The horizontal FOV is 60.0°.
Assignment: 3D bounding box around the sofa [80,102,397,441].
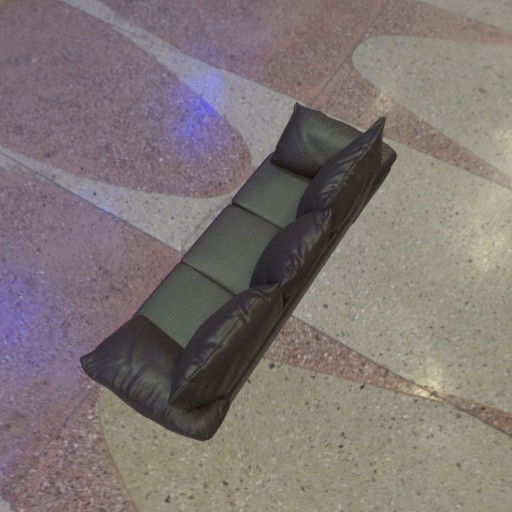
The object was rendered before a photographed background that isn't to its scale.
[{"bbox_3d":[0.000,0.000,2.938,0.907,1.091,2.390,31,66,15],"label":"sofa"}]
